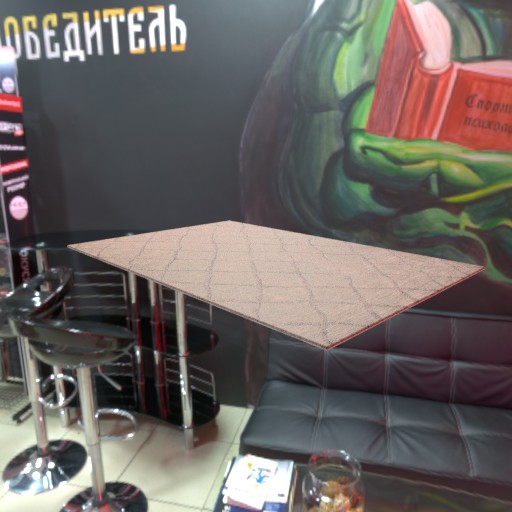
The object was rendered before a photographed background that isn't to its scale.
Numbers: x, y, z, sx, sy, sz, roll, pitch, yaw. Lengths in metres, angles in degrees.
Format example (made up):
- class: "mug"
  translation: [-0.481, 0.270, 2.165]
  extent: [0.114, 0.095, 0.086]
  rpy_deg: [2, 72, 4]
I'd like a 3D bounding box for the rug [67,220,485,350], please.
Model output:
- class: "rug"
  translation: [0.000, 0.000, 2.866]
  extent: [1.521, 0.015, 2.280]
  rpy_deg: [-13, 19, -43]
